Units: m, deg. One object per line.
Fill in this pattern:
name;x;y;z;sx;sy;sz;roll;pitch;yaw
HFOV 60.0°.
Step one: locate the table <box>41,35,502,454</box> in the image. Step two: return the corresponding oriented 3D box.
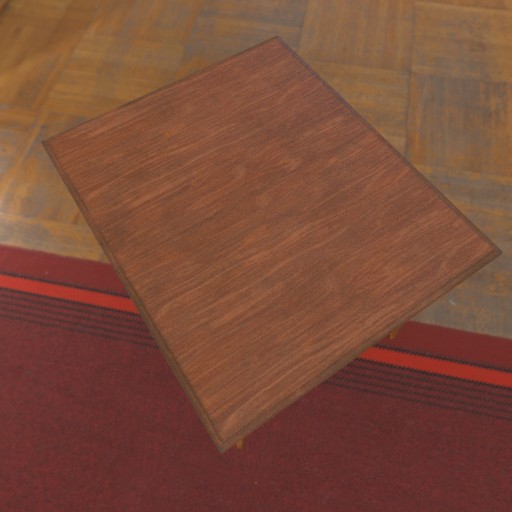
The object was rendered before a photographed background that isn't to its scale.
table;0.000;0.000;1.532;0.838;0.761;0.991;-31;67;-15
